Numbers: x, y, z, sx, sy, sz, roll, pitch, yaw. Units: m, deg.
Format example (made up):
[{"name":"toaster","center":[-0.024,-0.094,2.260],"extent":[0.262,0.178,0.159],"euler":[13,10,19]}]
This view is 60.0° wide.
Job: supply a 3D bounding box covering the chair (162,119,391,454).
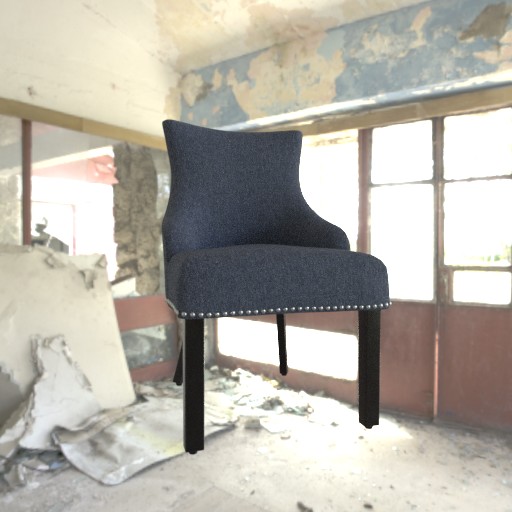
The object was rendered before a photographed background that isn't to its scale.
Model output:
[{"name":"chair","center":[0.000,0.000,1.345],"extent":[0.566,0.909,0.629],"euler":[0,1,-18]}]
